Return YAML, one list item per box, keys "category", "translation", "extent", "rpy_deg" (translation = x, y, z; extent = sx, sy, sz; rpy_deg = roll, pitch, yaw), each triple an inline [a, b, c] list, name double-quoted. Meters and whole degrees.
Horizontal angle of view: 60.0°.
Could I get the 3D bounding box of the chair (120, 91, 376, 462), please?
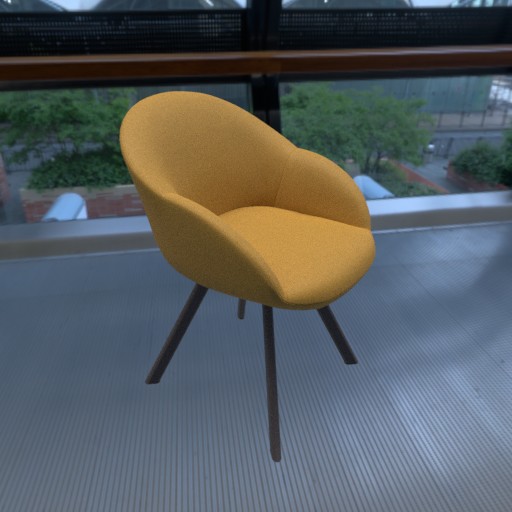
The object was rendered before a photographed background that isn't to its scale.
- category: "chair"
  translation: [0.000, 0.000, 1.185]
  extent: [0.583, 0.793, 0.551]
  rpy_deg: [18, 31, 32]
